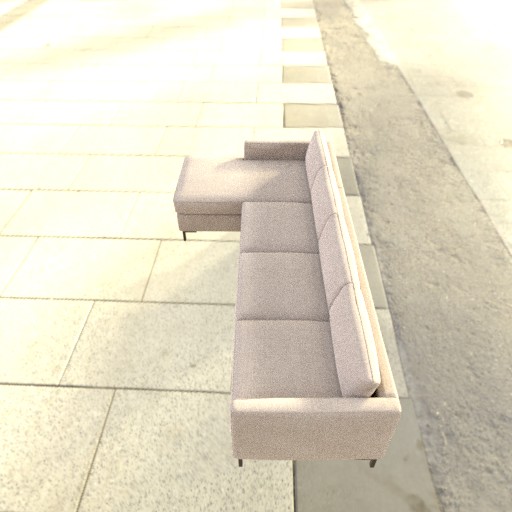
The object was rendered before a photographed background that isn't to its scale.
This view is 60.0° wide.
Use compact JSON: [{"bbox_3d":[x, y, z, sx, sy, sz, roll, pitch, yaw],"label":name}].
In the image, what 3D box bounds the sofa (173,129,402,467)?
[{"bbox_3d":[0.000,0.000,3.402,1.469,0.816,2.923,0,42,0],"label":"sofa"}]
